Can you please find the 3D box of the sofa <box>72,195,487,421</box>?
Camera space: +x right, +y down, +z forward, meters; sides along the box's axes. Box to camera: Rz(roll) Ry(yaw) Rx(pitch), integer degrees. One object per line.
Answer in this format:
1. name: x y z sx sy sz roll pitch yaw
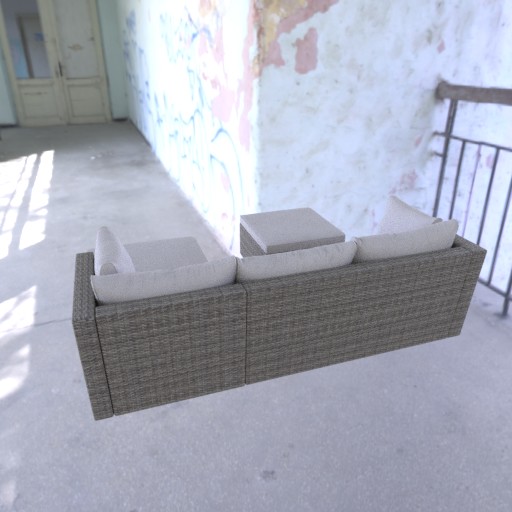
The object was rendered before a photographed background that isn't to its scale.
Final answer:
1. sofa: 0.000 0.000 2.981 2.192 0.766 1.662 -8 27 -17
